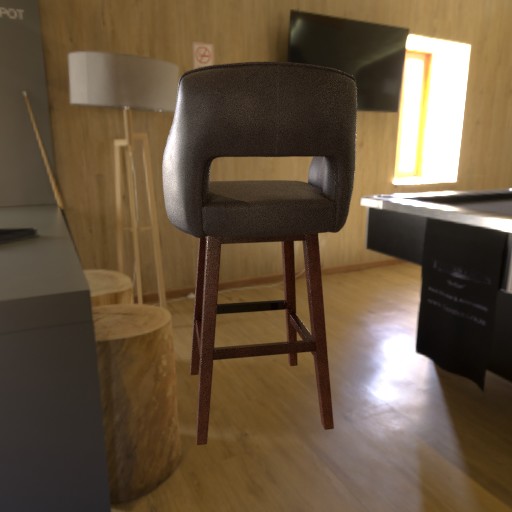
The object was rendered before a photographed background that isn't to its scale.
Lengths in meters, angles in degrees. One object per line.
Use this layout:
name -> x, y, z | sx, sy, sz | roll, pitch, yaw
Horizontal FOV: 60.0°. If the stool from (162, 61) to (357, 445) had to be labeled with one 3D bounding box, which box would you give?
stool -> 0.000, 0.000, 1.389 | 0.550, 1.041, 0.560 | -3, 14, -10
